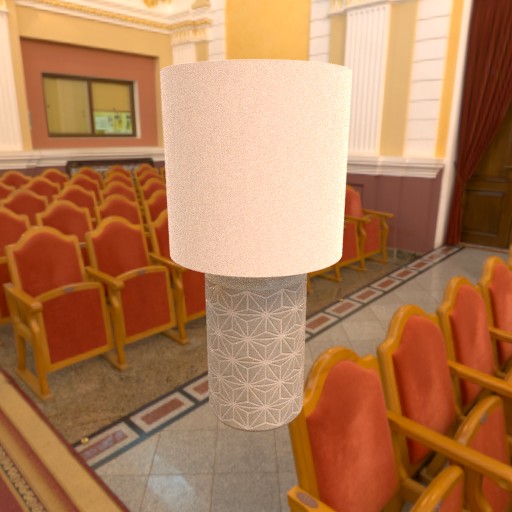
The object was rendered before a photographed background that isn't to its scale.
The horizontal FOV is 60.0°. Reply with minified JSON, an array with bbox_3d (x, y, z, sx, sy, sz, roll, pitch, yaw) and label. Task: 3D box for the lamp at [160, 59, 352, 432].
[{"bbox_3d":[0.000,0.000,0.543,0.206,0.416,0.206,15,22,42],"label":"lamp"}]
